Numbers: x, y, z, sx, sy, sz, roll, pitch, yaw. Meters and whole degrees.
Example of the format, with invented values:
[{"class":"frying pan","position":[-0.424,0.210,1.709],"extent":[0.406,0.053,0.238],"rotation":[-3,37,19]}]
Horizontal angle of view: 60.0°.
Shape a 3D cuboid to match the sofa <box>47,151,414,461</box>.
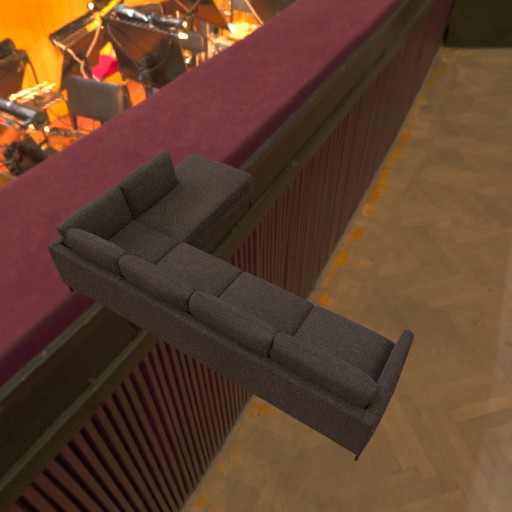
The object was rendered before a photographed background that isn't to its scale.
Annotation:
[{"class":"sofa","position":[0.000,0.000,3.892],"extent":[2.949,0.815,2.007],"rotation":[24,50,22]}]
